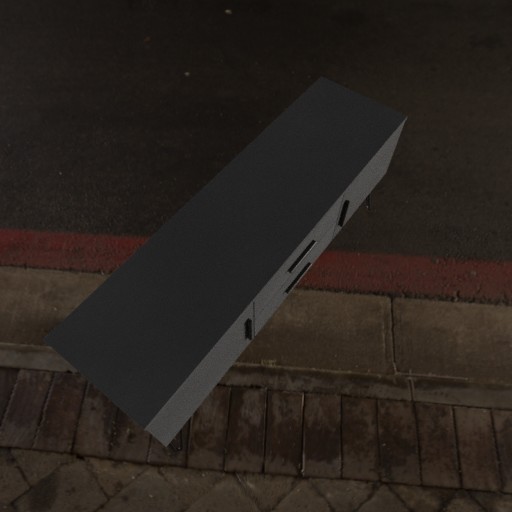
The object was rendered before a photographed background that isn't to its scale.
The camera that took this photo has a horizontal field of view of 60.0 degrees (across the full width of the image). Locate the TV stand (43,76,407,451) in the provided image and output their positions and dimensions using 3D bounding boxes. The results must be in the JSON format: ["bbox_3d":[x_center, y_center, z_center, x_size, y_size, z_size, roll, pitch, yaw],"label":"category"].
[{"bbox_3d":[0.000,0.000,1.677,0.400,0.560,1.400,33,64,18],"label":"TV stand"}]
